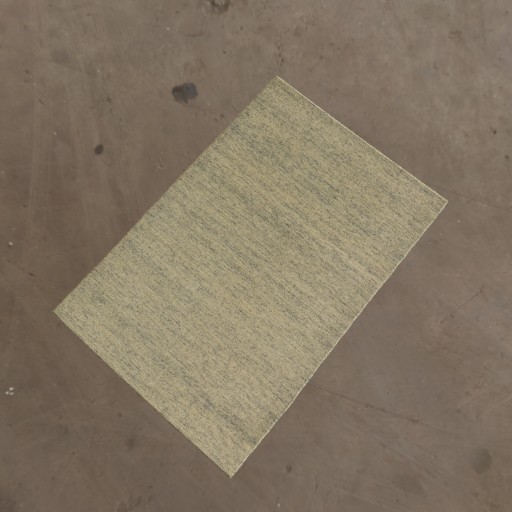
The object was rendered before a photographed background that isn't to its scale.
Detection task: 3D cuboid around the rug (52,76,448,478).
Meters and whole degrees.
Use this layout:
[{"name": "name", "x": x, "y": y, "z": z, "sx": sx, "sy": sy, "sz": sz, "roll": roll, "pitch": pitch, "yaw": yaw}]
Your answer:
[{"name": "rug", "x": 0.000, "y": 0.000, "z": 2.381, "sx": 1.243, "sy": 0.014, "sz": 1.846, "roll": 39, "pitch": 80, "yaw": 9}]
